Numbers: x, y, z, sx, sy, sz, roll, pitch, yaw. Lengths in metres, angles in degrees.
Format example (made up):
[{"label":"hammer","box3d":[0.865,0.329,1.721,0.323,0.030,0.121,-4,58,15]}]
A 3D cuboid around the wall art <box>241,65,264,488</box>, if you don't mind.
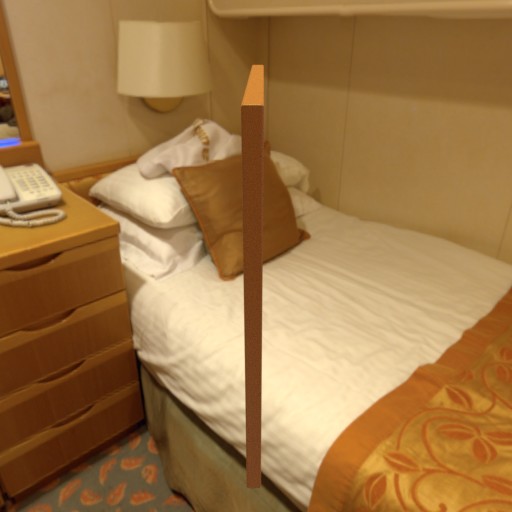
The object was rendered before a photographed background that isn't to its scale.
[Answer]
[{"label":"wall art","box3d":[0.000,0.000,0.506,0.015,0.379,0.310,0,28,1]}]
